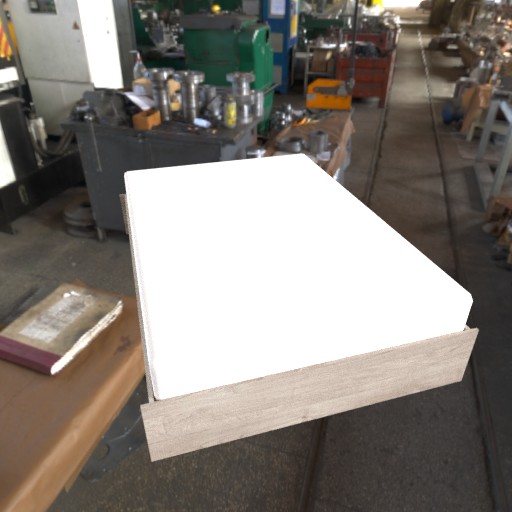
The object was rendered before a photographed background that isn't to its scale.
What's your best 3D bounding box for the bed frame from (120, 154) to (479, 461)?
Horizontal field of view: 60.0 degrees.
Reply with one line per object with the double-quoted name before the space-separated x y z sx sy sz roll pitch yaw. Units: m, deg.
"bed frame" 0.000 0.000 2.584 1.445 0.497 1.945 -9 33 -14
